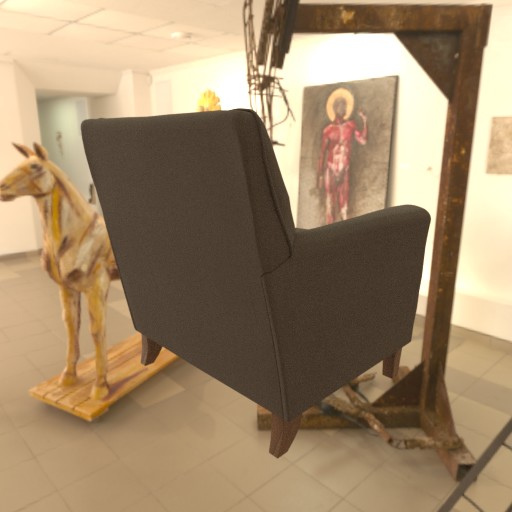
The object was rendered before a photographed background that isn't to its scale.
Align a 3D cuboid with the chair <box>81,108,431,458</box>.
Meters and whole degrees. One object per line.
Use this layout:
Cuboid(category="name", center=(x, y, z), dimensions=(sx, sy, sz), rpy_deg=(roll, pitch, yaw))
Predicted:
Cuboid(category="chair", center=(0.000, 0.000, 1.530), dimensions=(0.831, 0.911, 0.836), rpy_deg=(-14, 20, -42))
